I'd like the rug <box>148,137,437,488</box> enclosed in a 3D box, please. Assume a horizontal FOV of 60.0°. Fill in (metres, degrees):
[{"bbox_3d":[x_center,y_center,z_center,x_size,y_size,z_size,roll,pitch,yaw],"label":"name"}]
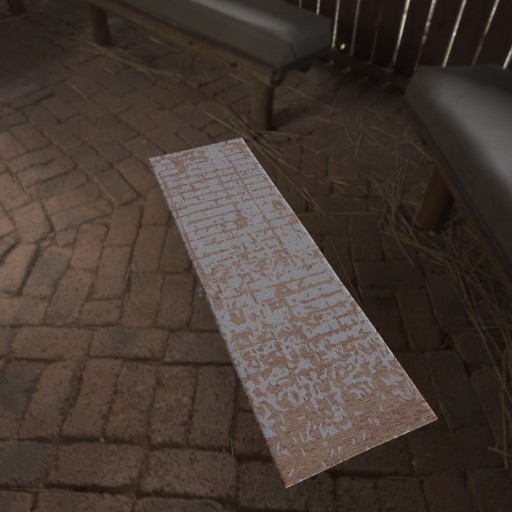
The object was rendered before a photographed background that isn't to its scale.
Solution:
[{"bbox_3d":[0.000,0.000,2.638,0.750,0.011,2.435,-17,50,-15],"label":"rug"}]
